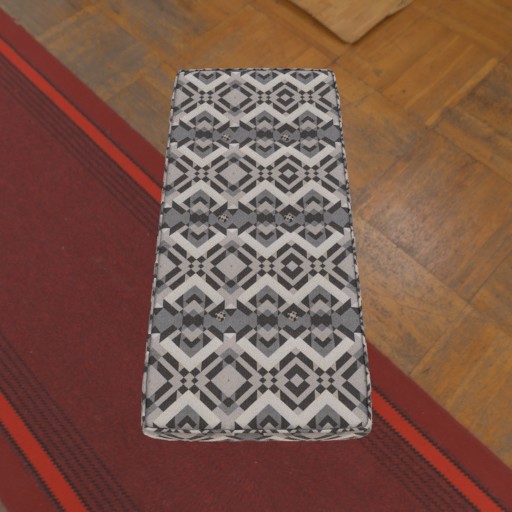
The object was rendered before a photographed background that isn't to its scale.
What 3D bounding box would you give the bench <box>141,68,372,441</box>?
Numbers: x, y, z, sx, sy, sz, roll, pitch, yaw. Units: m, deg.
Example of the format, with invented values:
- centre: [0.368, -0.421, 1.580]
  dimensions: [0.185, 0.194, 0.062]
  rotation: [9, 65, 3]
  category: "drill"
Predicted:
- centre: [0.000, 0.000, 1.301]
  dimensions: [0.492, 0.477, 1.016]
  rotation: [0, 65, 0]
  category: "bench"
